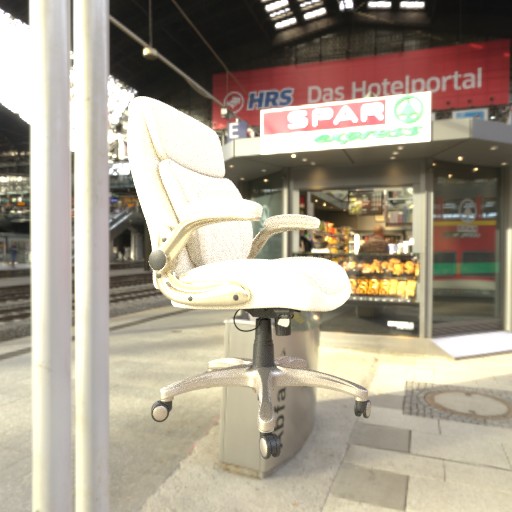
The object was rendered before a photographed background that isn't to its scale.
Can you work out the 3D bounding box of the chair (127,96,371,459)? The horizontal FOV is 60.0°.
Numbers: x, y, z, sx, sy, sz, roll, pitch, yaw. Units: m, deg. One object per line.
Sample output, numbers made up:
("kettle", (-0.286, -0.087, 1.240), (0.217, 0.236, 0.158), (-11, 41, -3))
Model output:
("chair", (0.000, 0.000, 1.593), (0.794, 1.110, 0.740), (0, 1, 19))
